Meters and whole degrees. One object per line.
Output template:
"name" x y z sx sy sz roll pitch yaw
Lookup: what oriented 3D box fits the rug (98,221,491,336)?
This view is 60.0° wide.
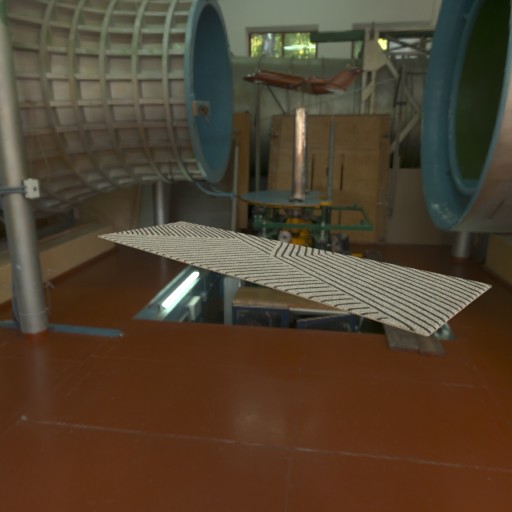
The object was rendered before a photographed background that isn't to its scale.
"rug" 0.000 0.000 2.696 2.439 0.020 0.773 14 20 41
